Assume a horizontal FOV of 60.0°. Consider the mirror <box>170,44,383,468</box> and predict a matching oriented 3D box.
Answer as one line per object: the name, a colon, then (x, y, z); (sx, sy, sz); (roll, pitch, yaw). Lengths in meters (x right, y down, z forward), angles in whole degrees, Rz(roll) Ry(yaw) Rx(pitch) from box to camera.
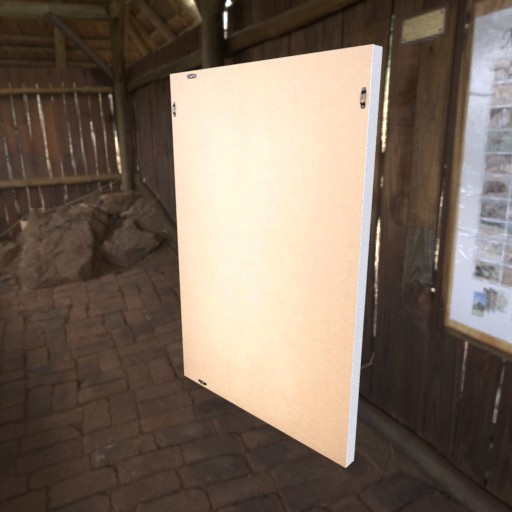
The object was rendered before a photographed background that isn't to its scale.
mirror: (0.000, 0.000, 1.133); (0.609, 0.914, 0.041); (14, 21, 41)
